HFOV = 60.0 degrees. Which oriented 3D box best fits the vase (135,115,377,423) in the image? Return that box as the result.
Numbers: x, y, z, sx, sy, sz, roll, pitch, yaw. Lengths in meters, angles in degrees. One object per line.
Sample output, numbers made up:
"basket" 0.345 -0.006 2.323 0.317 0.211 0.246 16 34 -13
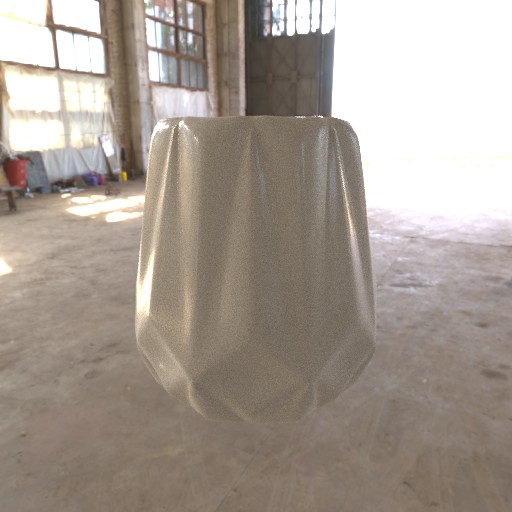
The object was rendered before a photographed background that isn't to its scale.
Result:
"vase" 0.000 0.000 0.256 0.141 0.152 0.141 0 16 0
